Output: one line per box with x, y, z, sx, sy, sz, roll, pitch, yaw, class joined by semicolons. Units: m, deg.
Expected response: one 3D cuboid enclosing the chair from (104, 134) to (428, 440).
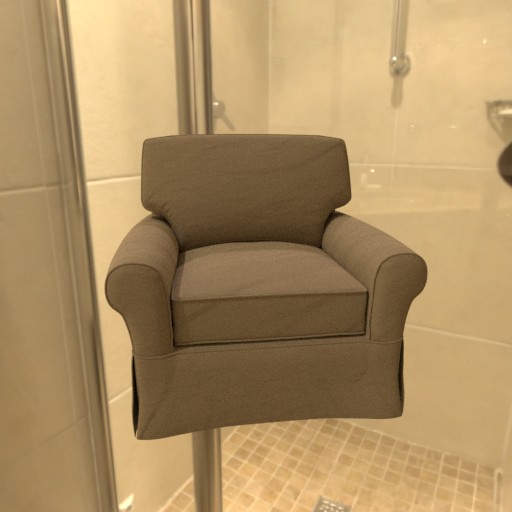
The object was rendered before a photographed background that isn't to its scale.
0.000;0.000;1.911;1.135;1.017;0.988;-2;15;-8;chair
